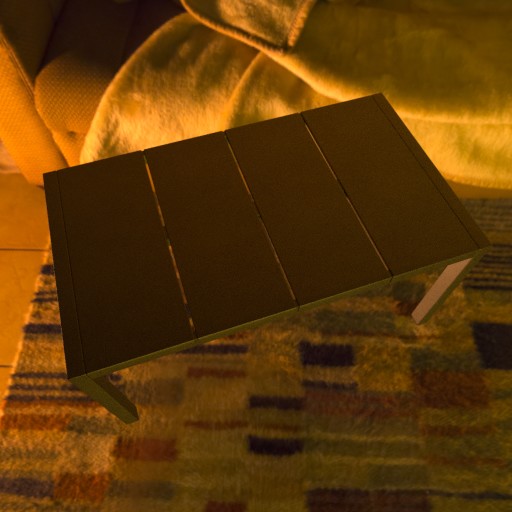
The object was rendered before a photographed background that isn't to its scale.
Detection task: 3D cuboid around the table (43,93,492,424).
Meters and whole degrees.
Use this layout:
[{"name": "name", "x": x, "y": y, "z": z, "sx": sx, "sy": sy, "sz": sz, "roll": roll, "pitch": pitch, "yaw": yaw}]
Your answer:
[{"name": "table", "x": 0.000, "y": 0.000, "z": 1.272, "sx": 0.965, "sy": 0.460, "sz": 0.559, "roll": -16, "pitch": 60, "yaw": -10}]
